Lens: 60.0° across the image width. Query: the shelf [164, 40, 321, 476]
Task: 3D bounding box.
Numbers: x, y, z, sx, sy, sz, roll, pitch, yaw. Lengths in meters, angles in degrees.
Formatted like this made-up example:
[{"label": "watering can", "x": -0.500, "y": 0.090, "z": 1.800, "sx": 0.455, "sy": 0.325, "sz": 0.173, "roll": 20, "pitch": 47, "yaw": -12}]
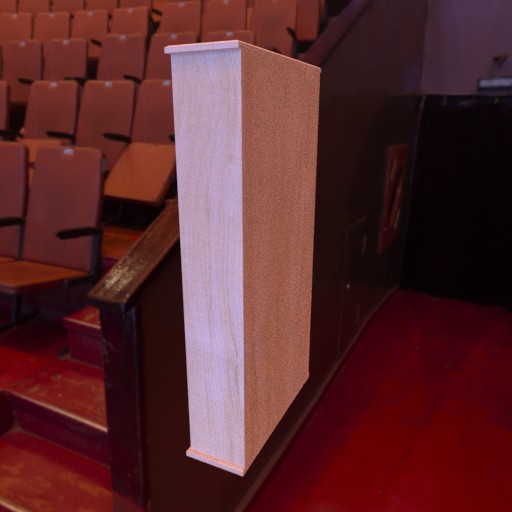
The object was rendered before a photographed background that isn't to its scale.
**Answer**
[{"label": "shelf", "x": 0.000, "y": 0.000, "z": 1.256, "sx": 0.175, "sy": 1.030, "sz": 0.520, "roll": 8, "pitch": 19, "yaw": 24}]
